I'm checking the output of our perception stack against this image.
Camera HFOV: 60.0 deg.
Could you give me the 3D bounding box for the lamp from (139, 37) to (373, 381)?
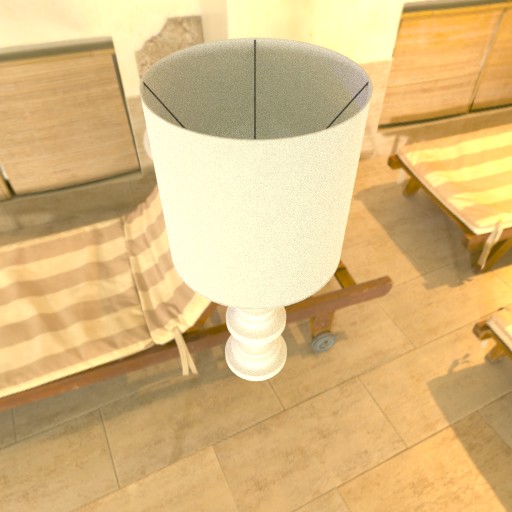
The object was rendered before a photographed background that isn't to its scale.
[{"bbox_3d":[0.000,0.000,0.564,0.208,0.455,0.208,-15,47,-14],"label":"lamp"}]
